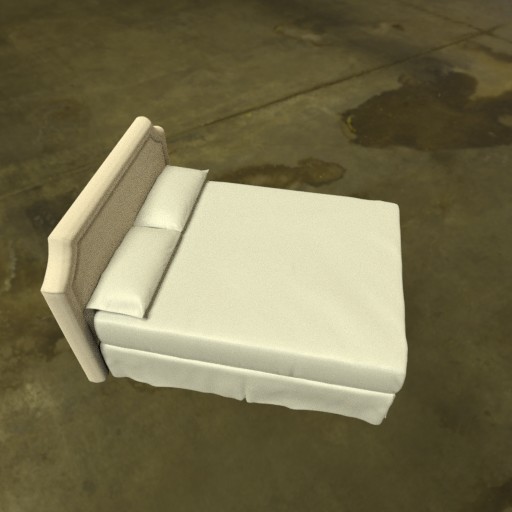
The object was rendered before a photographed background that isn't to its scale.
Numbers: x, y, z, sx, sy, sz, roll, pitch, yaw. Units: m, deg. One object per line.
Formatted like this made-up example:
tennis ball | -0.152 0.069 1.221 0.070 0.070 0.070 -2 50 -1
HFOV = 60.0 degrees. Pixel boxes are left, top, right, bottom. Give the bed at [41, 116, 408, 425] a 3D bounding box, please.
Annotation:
bed | 0.000 0.000 3.281 2.164 1.297 1.828 8 47 7
